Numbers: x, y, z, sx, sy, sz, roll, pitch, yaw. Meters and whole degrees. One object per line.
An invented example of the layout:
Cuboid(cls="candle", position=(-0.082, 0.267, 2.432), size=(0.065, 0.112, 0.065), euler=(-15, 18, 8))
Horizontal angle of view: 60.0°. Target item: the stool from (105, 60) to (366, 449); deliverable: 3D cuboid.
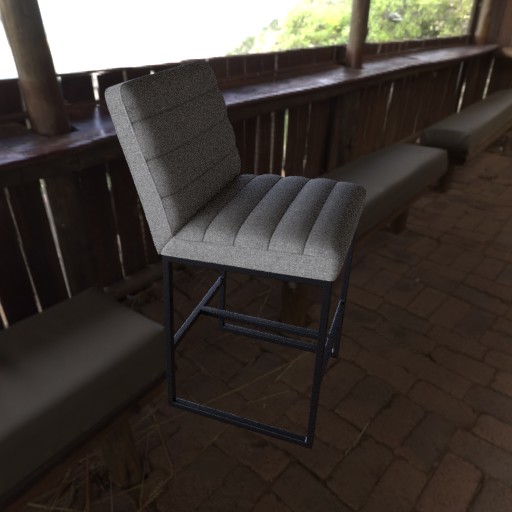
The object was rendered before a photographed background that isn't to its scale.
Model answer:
Cuboid(cls="stool", position=(0.000, 0.000, 1.345), size=(0.571, 1.034, 0.459), euler=(10, 32, 17))
